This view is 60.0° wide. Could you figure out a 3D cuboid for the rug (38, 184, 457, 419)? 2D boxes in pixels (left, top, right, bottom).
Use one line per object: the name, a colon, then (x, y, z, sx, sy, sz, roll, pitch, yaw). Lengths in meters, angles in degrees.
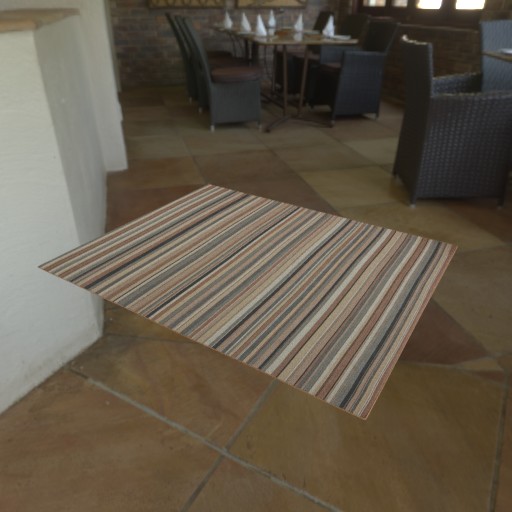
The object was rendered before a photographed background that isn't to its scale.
rug: (0.000, 0.000, 4.088, 3.045, 0.011, 2.436, 18, 35, 28)
